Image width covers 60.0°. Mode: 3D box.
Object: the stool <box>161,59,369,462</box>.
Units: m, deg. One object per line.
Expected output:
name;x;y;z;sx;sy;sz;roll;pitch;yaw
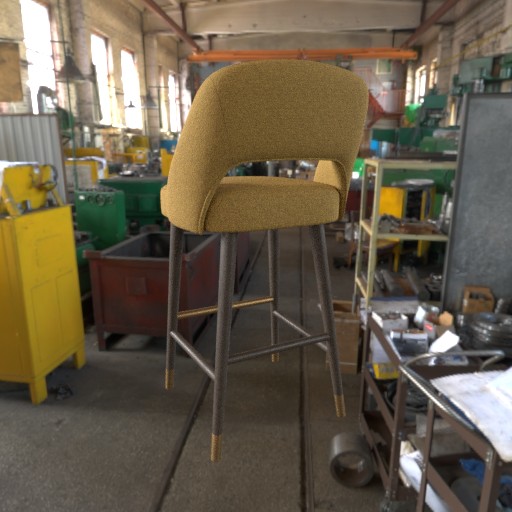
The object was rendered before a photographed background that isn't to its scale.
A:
stool;0.000;0.000;1.346;0.536;1.032;0.522;-7;16;-27
